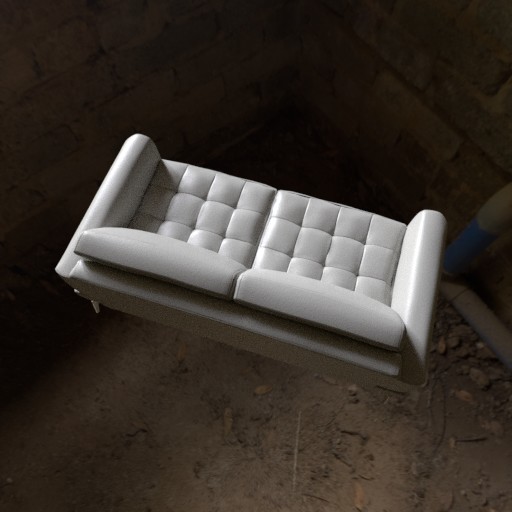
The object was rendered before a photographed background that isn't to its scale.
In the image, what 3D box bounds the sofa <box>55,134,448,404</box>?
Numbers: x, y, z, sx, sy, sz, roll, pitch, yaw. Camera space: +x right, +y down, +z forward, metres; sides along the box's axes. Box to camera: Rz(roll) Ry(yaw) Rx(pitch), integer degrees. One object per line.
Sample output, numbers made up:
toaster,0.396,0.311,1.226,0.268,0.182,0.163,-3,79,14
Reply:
sofa,0.000,0.000,2.761,2.177,0.930,1.121,16,67,7
